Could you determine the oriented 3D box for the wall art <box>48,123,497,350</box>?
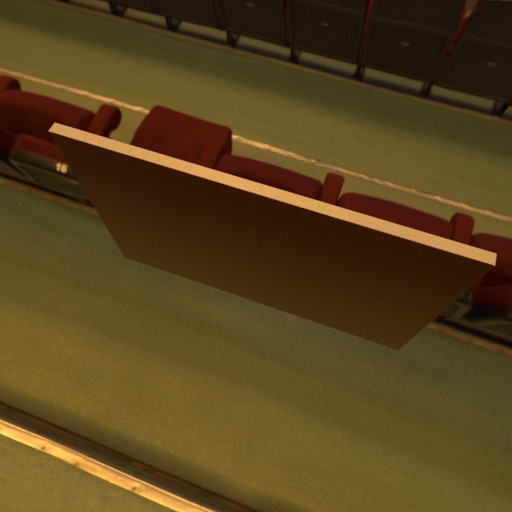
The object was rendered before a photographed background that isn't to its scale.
[{"bbox_3d":[0.000,0.000,1.153,0.932,0.610,0.027,18,65,9],"label":"wall art"}]
